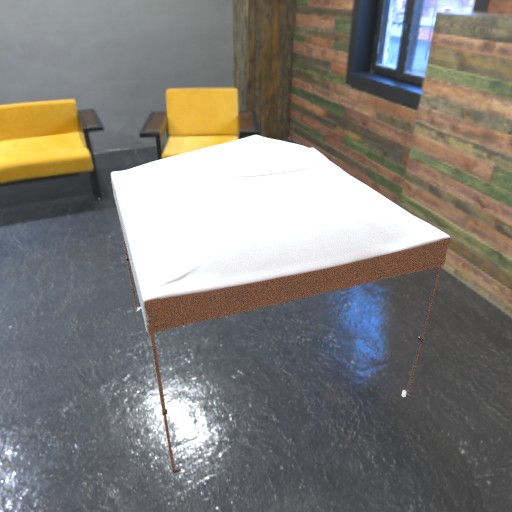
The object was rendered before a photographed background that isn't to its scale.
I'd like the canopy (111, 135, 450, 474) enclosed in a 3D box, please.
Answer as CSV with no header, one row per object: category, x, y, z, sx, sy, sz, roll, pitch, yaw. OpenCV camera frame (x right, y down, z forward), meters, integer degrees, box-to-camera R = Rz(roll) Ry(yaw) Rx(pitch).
canopy,0.000,0.000,5.465,2.998,2.997,2.996,-11,33,-17
